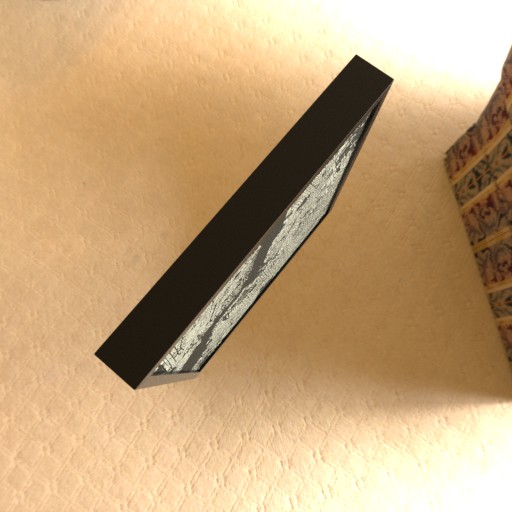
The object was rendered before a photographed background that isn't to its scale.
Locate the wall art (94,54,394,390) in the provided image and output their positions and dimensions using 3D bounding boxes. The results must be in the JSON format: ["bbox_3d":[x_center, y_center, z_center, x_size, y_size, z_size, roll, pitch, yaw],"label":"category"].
[{"bbox_3d":[0.000,0.000,0.466,0.037,0.299,0.299,38,79,9],"label":"wall art"}]
